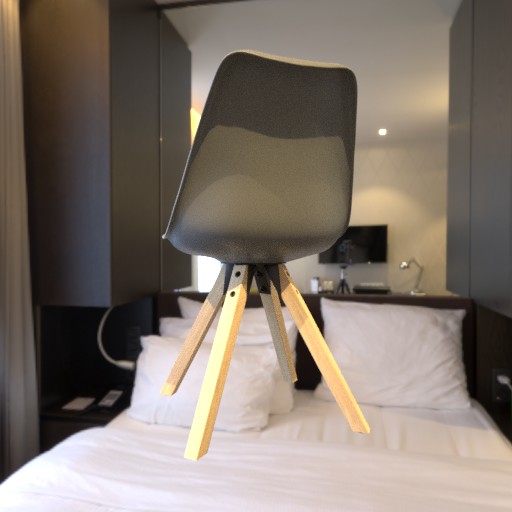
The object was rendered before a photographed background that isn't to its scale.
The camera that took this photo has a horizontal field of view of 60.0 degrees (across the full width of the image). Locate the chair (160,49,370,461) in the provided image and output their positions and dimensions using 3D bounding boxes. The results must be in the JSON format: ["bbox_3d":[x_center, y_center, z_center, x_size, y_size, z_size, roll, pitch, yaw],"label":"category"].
[{"bbox_3d":[0.000,0.000,1.183,0.485,0.850,0.550,0,1,-19],"label":"chair"}]
